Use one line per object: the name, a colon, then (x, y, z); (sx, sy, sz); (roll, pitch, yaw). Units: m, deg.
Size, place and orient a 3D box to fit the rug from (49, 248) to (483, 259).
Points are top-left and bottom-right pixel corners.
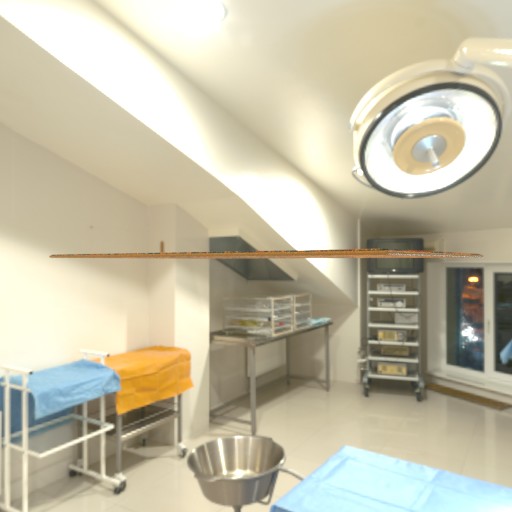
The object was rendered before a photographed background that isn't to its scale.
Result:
rug: (0.000, 0.000, 1.044); (0.863, 0.008, 0.557); (-1, -1, 38)
